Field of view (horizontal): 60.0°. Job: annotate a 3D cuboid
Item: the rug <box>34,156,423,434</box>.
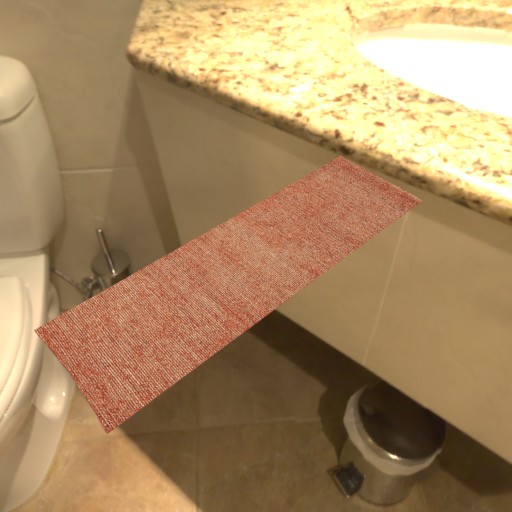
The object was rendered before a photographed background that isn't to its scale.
[{"bbox_3d":[0.000,0.000,2.588,2.353,0.013,0.718,-33,54,-28],"label":"rug"}]
